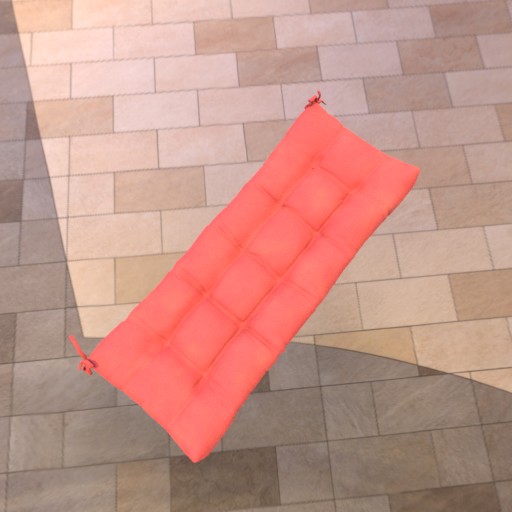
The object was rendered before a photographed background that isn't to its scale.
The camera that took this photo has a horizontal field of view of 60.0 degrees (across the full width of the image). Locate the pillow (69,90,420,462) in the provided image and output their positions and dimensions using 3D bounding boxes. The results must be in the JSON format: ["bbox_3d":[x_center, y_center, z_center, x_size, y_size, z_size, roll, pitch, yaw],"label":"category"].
[{"bbox_3d":[0.000,0.000,1.385,0.511,0.174,1.194,38,78,10],"label":"pillow"}]
